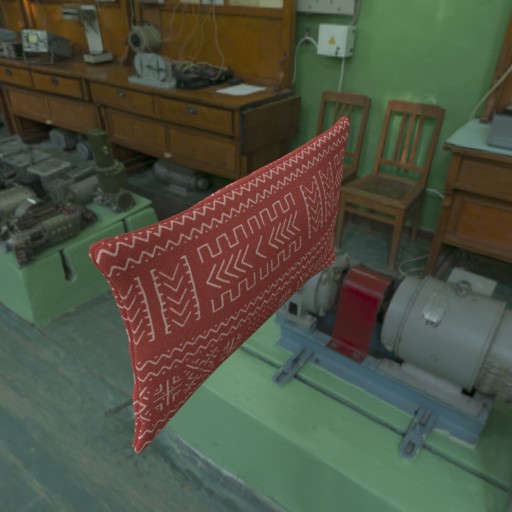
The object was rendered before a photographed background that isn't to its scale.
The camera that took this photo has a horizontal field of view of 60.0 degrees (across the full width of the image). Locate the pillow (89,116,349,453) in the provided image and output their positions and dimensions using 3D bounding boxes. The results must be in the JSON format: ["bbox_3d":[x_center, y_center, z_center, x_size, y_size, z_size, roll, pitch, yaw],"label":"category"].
[{"bbox_3d":[0.000,0.000,0.779,0.130,0.352,0.640,21,38,29],"label":"pillow"}]
